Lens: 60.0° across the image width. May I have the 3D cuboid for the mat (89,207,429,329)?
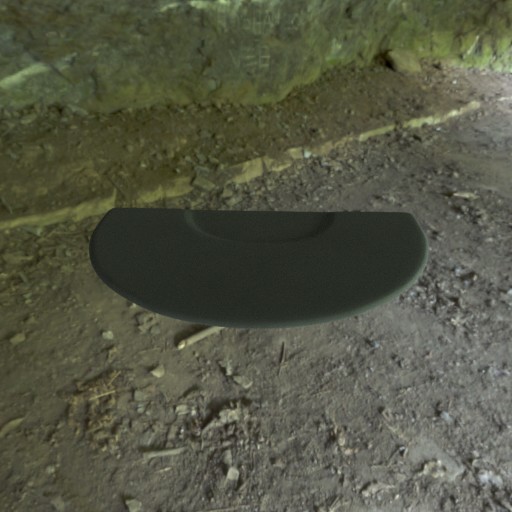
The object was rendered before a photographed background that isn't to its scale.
[{"bbox_3d":[0.000,0.000,1.835,1.525,0.022,0.917,1,30,2],"label":"mat"}]
